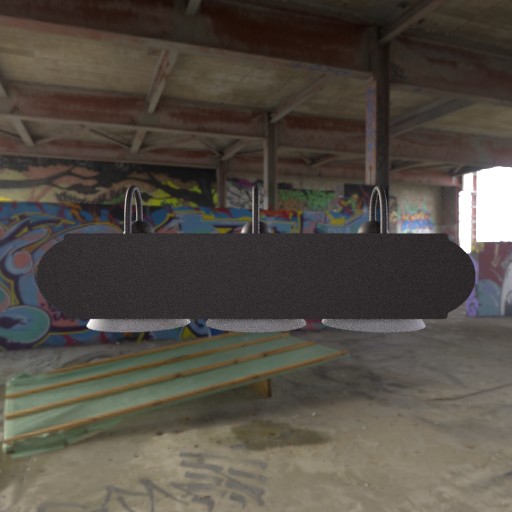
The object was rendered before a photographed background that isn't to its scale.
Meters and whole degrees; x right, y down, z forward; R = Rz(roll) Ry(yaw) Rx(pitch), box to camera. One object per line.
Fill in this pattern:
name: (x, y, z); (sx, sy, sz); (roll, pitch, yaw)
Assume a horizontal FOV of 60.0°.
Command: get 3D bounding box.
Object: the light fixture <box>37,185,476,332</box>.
light fixture: (0.000, 0.000, 0.714); (0.610, 0.222, 0.199); (0, 1, 0)
